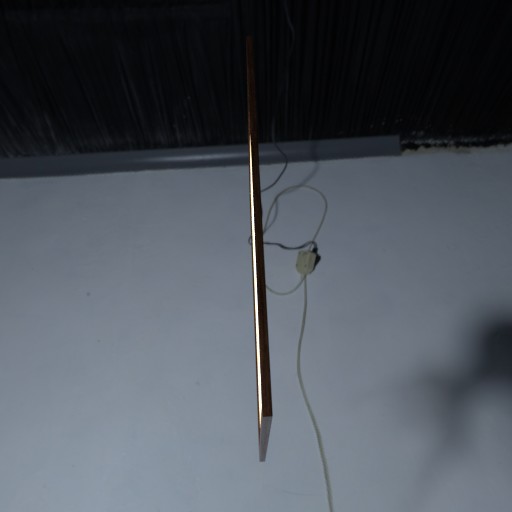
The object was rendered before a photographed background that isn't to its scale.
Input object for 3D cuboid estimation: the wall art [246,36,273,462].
[{"bbox_3d":[0.000,0.000,1.028,0.014,0.559,0.816,-2,60,-1],"label":"wall art"}]
